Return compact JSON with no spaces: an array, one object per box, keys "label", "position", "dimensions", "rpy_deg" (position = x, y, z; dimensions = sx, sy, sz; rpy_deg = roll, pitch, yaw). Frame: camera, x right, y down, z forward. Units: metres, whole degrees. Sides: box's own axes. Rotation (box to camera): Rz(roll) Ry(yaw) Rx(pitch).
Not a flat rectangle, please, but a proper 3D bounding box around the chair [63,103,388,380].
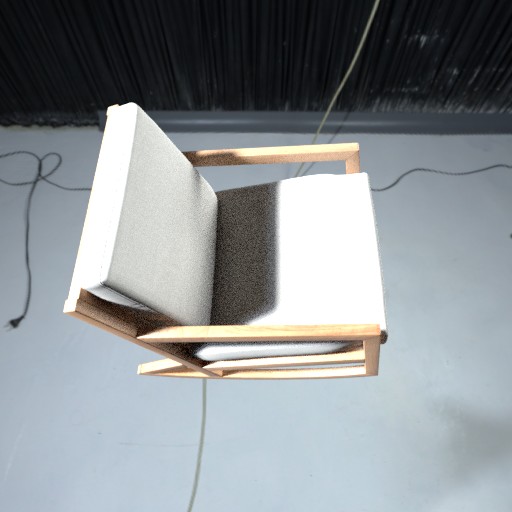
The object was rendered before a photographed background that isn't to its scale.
[{"label":"chair","position":[0.000,0.000,1.420],"dimensions":[0.857,0.790,0.622],"rpy_deg":[1,63,0]}]
